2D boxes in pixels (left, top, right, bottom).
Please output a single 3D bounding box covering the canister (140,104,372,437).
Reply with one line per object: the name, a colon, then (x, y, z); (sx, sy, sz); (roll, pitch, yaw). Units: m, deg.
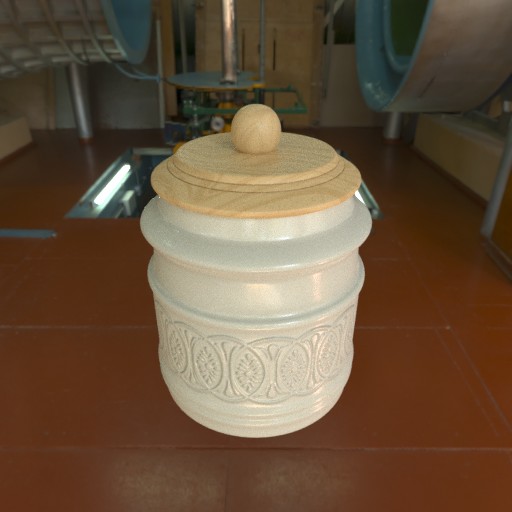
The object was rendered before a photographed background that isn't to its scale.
canister: (0.000, 0.000, 0.269); (0.130, 0.176, 0.130); (0, 29, 0)
